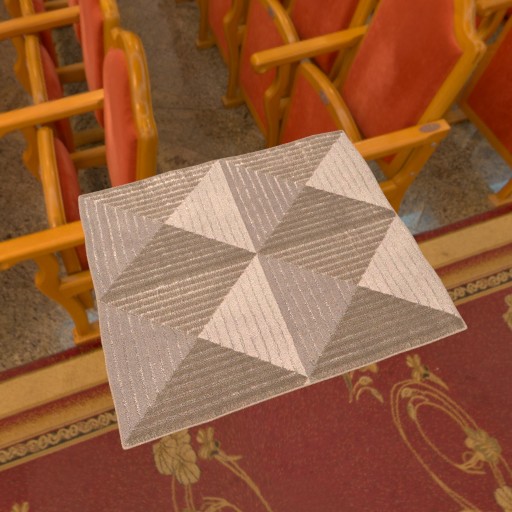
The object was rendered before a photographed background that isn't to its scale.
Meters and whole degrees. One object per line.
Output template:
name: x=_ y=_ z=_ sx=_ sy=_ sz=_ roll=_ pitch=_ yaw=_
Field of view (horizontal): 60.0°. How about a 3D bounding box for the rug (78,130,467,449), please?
rug: x=0.000 y=0.000 z=0.891 sx=0.642 sy=0.008 sz=0.551 roll=-16 pitch=60 yaw=-10
